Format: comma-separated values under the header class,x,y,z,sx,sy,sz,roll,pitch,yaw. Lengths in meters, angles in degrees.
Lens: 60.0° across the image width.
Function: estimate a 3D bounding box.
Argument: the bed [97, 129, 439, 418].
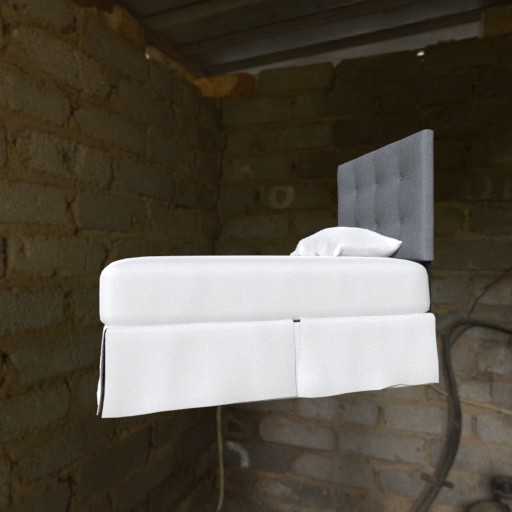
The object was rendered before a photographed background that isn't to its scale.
class,x,y,z,sx,sy,sz,roll,pitch,yaw
bed,0.000,0.000,2.988,1.997,1.571,1.261,0,0,-17
